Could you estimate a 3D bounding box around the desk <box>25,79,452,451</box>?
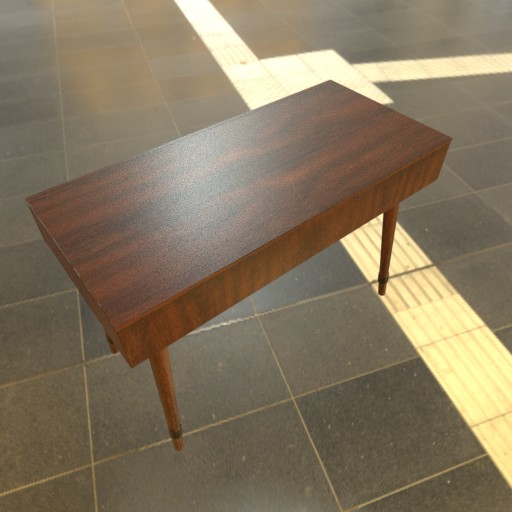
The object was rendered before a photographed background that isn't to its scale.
[{"bbox_3d":[0.000,0.000,2.129,1.577,1.031,0.734,-30,53,-26],"label":"desk"}]
